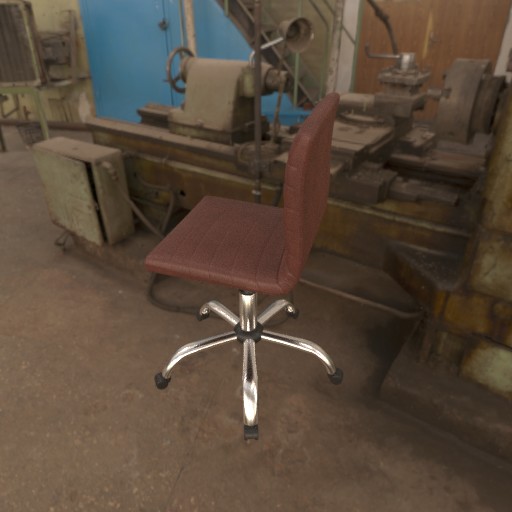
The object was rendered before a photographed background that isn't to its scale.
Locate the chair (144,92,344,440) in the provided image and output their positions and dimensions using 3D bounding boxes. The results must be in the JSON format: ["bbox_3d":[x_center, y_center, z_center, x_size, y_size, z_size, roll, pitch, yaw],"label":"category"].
[{"bbox_3d":[0.000,0.000,1.170,0.530,0.780,0.556,9,32,14],"label":"chair"}]
